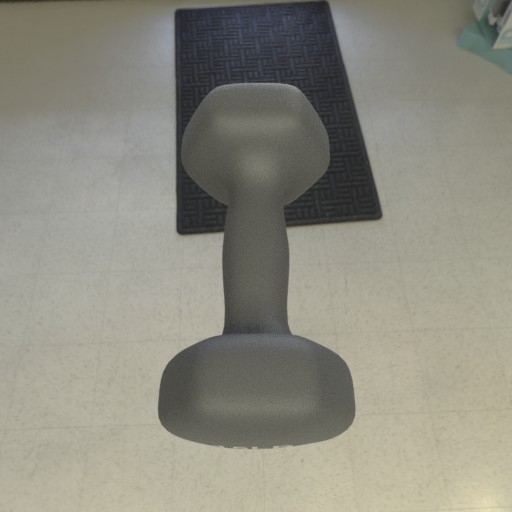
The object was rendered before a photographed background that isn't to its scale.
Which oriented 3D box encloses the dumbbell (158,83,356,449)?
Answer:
[{"bbox_3d":[0.000,0.000,0.301,0.116,0.105,0.240,0,63,0],"label":"dumbbell"}]
